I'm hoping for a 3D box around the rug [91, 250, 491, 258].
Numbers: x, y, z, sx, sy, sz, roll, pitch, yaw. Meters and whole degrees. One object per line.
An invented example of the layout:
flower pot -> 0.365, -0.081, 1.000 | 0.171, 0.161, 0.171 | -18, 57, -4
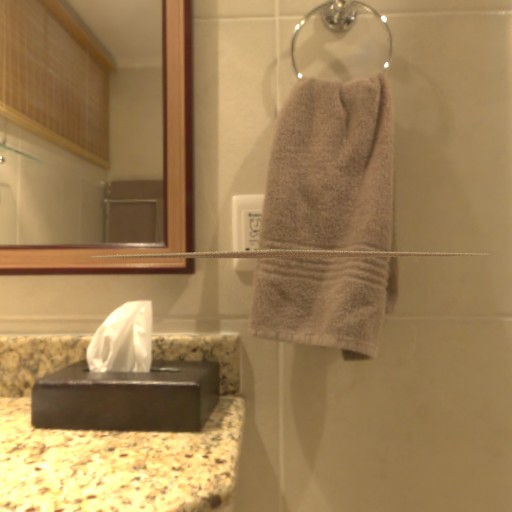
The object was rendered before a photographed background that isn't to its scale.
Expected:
rug -> 0.000, 0.000, 1.089 | 0.556, 0.004, 0.868 | 1, -1, -36
